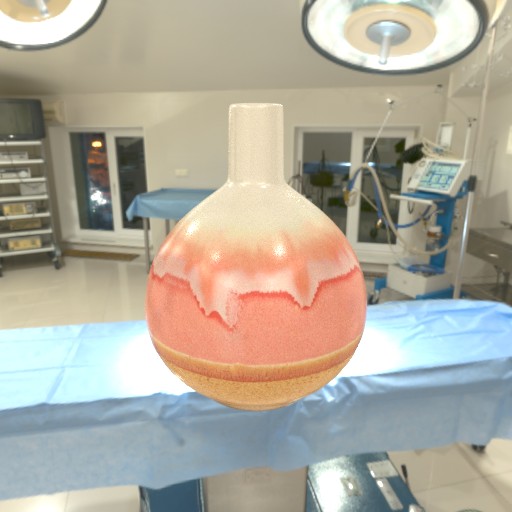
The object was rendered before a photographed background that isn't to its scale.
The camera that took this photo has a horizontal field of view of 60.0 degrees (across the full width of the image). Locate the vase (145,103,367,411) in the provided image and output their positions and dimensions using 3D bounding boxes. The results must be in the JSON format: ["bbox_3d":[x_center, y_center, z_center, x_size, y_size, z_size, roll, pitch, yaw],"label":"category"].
[{"bbox_3d":[0.000,0.000,0.272,0.137,0.176,0.137,0,16,0],"label":"vase"}]
